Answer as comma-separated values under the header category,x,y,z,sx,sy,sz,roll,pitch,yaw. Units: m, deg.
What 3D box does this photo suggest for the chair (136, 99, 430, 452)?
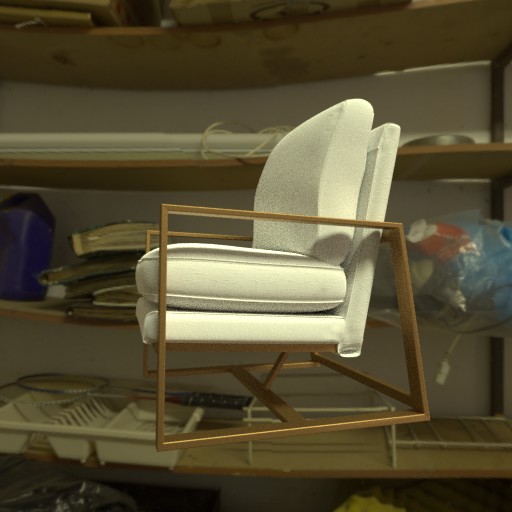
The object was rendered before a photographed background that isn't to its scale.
category,x,y,z,sx,sy,sz,roll,pitch,yaw
chair,0.000,0.000,1.560,0.813,0.966,0.805,1,-2,-17
